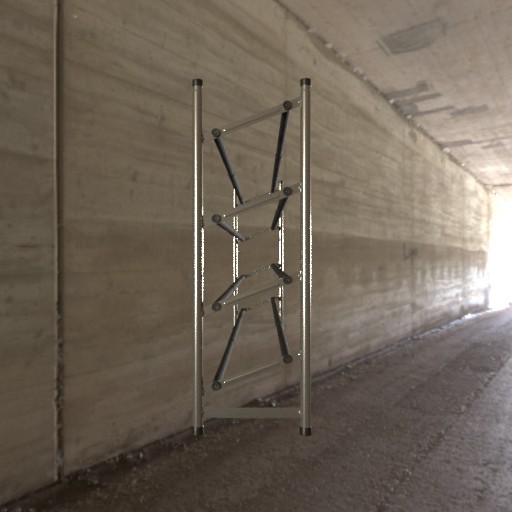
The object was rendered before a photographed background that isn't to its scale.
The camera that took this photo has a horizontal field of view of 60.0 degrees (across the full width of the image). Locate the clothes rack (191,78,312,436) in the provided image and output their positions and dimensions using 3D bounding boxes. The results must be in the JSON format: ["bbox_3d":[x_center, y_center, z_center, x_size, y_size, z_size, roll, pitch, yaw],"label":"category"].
[{"bbox_3d":[0.000,0.000,1.413,0.229,0.672,1.168,0,0,1],"label":"clothes rack"}]
